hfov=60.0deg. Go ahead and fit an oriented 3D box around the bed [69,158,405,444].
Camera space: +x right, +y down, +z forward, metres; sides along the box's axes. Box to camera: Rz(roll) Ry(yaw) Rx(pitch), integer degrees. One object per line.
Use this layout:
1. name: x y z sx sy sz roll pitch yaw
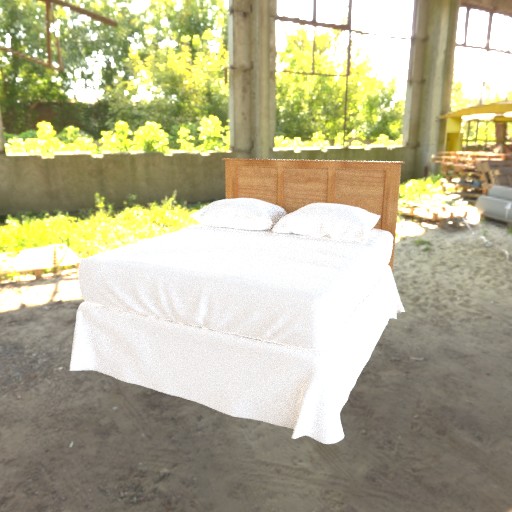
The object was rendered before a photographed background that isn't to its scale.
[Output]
1. bed: 0.000 0.000 3.176 1.870 1.273 2.035 7 16 26
